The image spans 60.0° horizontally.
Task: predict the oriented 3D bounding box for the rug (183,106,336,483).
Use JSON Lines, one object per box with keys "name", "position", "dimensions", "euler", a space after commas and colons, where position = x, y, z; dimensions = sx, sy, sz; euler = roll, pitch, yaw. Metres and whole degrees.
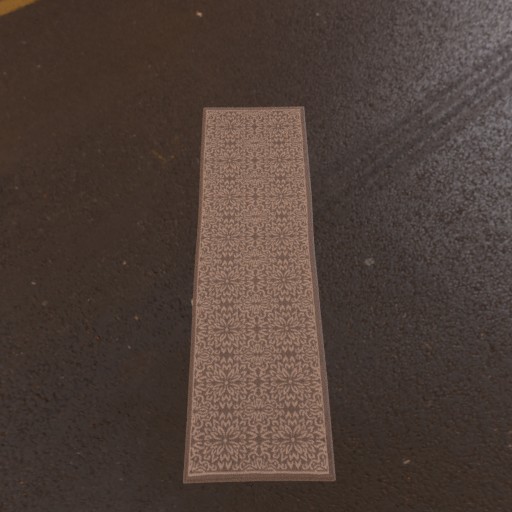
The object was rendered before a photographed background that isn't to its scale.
{"name": "rug", "position": [0.000, 0.000, 2.415], "dimensions": [0.662, 0.011, 2.196], "euler": [-1, 63, 0]}
